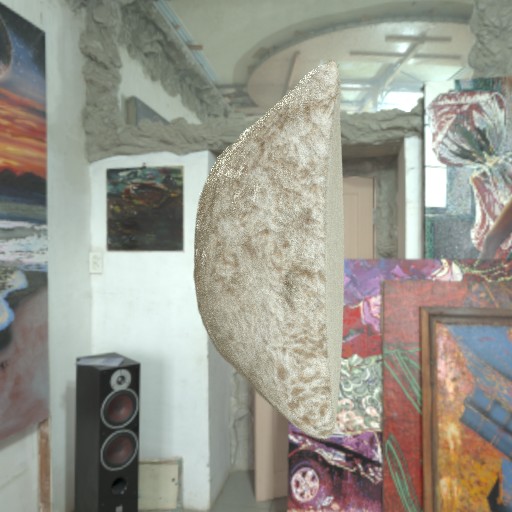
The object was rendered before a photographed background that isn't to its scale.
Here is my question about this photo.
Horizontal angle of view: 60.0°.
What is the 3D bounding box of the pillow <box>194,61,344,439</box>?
[{"bbox_3d":[0.000,0.000,0.817,0.216,0.525,0.538,0,0,-17],"label":"pillow"}]
